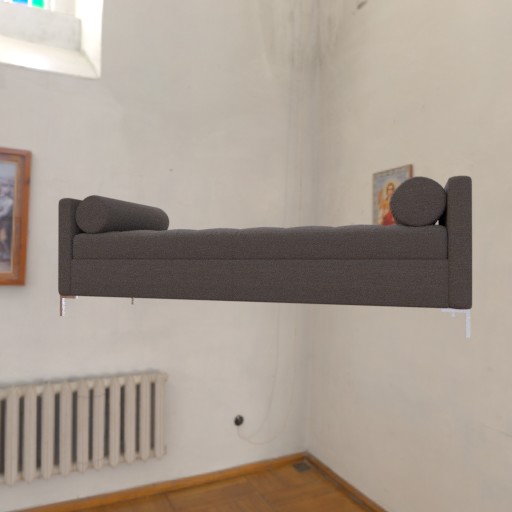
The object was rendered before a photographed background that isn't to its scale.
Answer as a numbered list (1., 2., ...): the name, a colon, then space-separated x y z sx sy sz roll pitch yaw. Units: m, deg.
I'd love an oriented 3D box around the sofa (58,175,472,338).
1. sofa: 0.000 0.000 2.328 1.981 0.635 0.686 0 0 19
